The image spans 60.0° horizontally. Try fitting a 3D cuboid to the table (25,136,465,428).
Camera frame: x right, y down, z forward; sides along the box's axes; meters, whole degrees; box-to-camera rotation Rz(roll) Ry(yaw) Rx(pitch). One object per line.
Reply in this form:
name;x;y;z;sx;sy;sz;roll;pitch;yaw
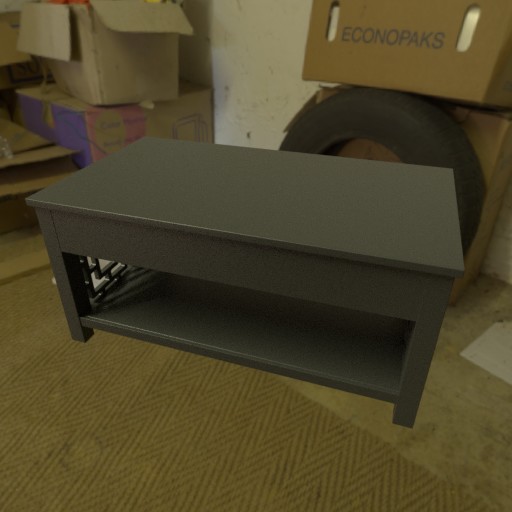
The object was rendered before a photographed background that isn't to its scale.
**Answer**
table;0.000;0.000;1.386;1.068;0.493;0.612;10;33;16
